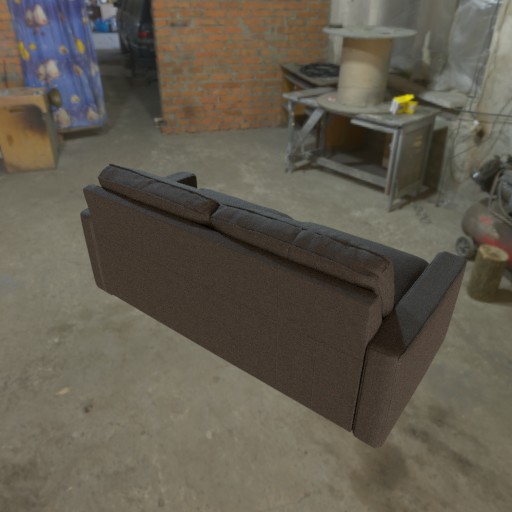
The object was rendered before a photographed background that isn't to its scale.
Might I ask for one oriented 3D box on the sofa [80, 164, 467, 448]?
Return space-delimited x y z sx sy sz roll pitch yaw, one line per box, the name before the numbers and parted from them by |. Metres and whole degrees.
sofa | 0.000 0.000 2.557 2.080 0.919 0.940 22 38 31
